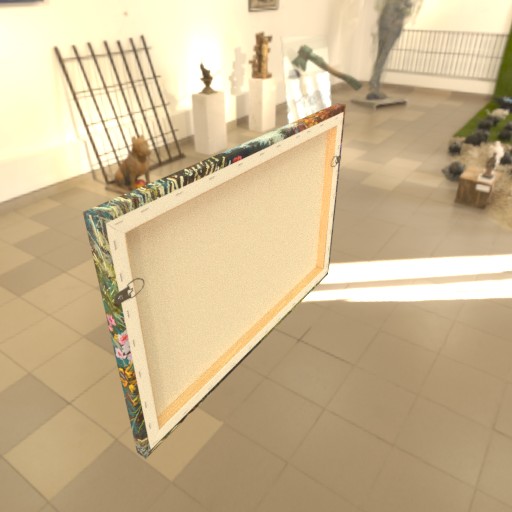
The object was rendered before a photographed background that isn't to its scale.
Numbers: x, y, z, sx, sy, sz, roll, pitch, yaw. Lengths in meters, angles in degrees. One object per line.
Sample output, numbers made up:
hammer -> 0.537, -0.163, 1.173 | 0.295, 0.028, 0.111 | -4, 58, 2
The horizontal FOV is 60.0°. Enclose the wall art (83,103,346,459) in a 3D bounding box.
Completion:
wall art -> 0.000, 0.000, 1.456 | 0.042, 0.760, 1.136 | 20, 37, 29
